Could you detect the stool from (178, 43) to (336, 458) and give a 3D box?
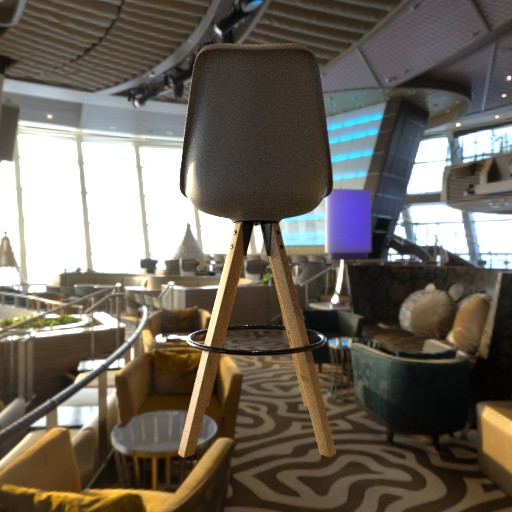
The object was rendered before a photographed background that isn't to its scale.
[{"bbox_3d":[0.000,0.000,1.416,0.485,1.115,0.550,0,0,0],"label":"stool"}]
